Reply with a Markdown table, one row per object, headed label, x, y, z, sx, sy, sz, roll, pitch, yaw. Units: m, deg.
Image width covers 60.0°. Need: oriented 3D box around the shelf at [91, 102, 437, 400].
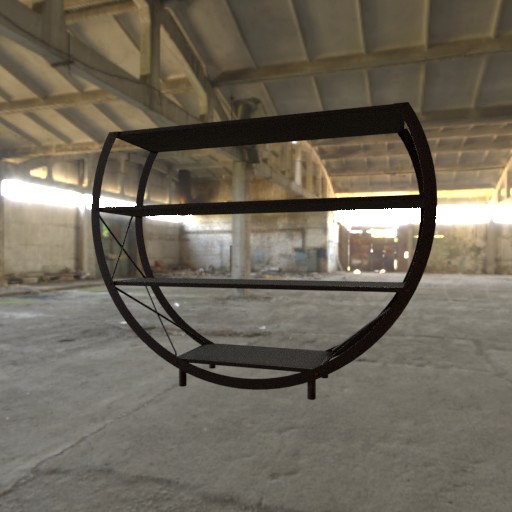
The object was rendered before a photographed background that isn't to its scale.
| label | x | y | z | sx | sy | sz | roll | pitch | yaw |
| --- | --- | --- | --- | --- | --- | --- | --- | --- | --- |
| shelf | 0.000 | 0.000 | 1.877 | 1.403 | 1.063 | 0.344 | 0 | 0 | 18 |
